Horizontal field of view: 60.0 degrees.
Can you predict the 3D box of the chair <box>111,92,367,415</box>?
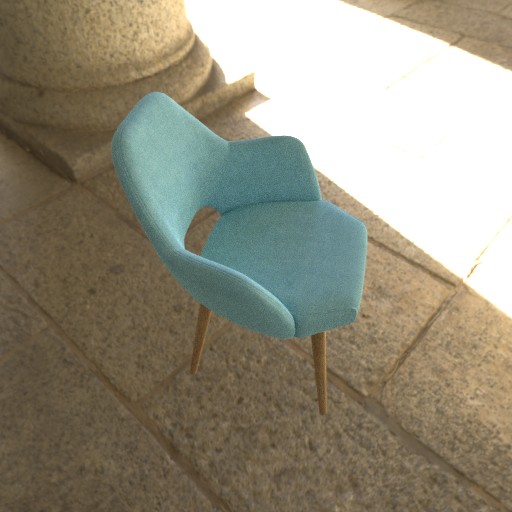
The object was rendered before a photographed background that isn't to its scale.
[{"bbox_3d":[0.000,0.000,1.274,0.610,0.840,0.590,10,49,9],"label":"chair"}]
